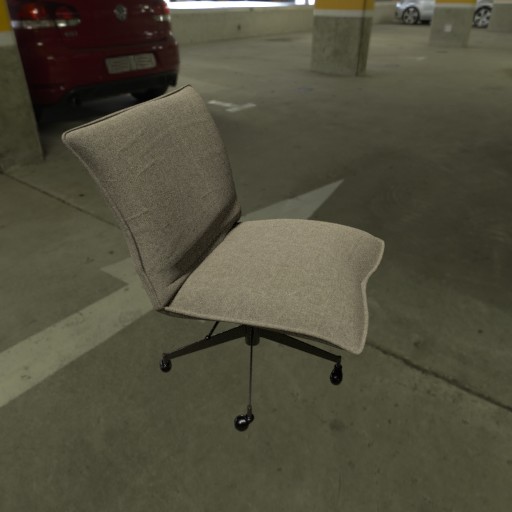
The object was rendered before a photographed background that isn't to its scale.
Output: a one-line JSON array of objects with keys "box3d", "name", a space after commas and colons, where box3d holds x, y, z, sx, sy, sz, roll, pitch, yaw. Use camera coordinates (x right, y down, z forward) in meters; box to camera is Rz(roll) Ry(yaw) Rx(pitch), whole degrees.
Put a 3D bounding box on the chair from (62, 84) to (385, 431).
[{"box3d": [0.000, 0.000, 1.277, 0.696, 0.811, 0.597, 11, 32, 17], "name": "chair"}]
